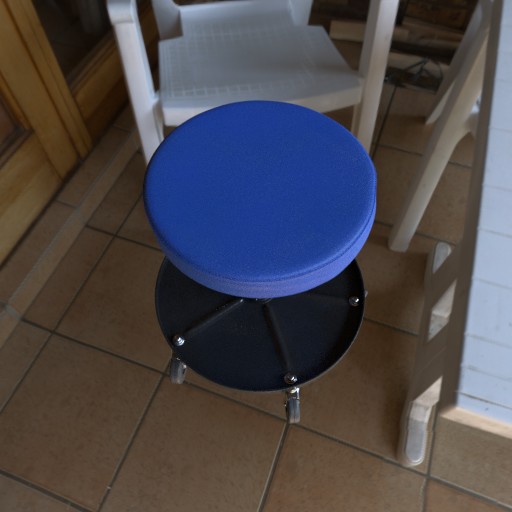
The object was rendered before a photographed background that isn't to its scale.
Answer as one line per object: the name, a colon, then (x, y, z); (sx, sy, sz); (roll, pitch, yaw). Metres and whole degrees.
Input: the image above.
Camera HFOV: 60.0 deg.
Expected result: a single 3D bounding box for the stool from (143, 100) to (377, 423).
stool: (0.000, 0.000, 0.666); (0.382, 0.365, 0.381); (12, 60, 7)
